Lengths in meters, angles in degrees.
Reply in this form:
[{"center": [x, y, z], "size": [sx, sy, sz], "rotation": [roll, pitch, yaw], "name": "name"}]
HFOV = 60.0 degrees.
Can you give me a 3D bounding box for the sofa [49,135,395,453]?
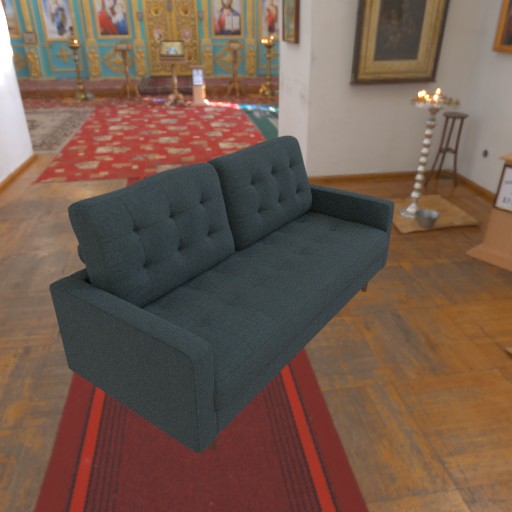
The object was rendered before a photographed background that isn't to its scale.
[{"center": [0.000, 0.000, 2.566], "size": [0.966, 1.050, 2.010], "rotation": [18, 32, 31], "name": "sofa"}]
